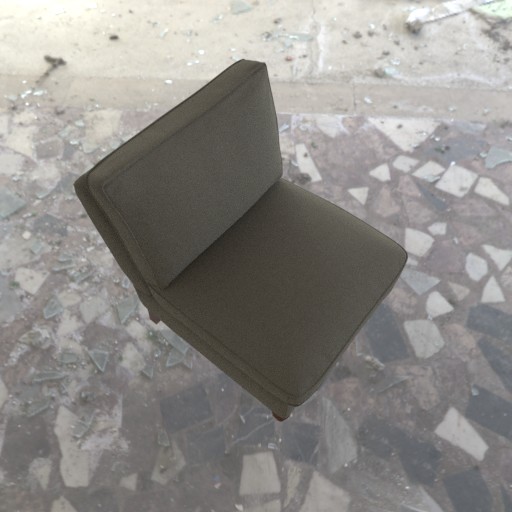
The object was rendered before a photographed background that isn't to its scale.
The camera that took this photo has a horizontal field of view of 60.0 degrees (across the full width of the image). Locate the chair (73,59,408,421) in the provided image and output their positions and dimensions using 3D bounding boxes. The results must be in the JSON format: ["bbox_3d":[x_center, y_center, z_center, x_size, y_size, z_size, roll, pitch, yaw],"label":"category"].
[{"bbox_3d":[0.000,0.000,1.658,0.924,1.045,0.724,35,64,20],"label":"chair"}]
